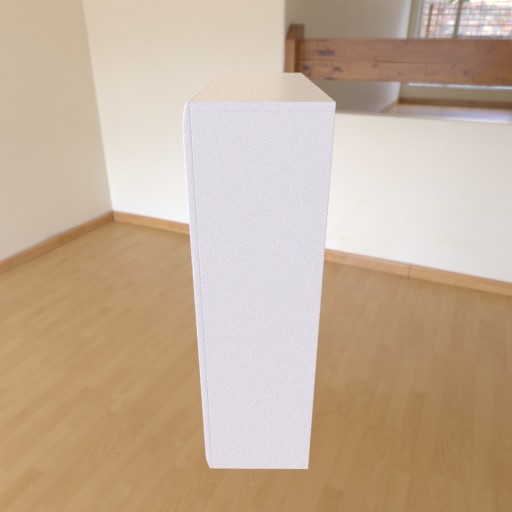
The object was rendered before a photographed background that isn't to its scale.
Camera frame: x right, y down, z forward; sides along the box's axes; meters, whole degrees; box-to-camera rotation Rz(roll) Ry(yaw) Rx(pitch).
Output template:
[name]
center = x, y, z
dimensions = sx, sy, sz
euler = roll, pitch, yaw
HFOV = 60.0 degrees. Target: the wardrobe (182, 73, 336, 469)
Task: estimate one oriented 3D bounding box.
[wardrobe]
center = 0.000, 0.000, 1.645
dimensions = 0.360, 1.200, 0.900
euler = 0, 26, 0
